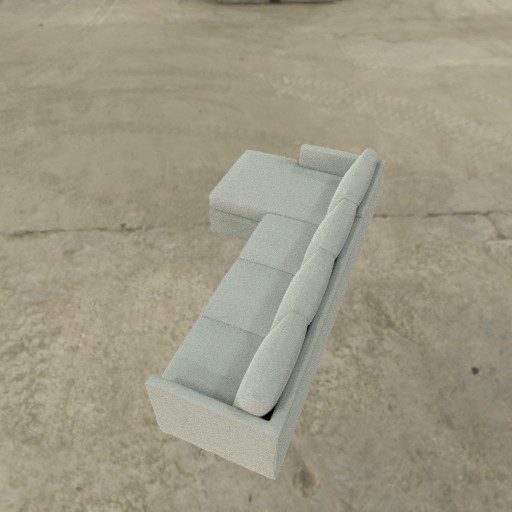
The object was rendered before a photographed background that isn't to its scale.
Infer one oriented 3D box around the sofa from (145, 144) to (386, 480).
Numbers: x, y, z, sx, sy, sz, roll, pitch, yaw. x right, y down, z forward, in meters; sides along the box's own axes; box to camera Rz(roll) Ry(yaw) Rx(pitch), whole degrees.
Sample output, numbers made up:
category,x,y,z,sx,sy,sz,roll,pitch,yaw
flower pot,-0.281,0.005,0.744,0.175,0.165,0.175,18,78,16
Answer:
category,x,y,z,sx,sy,sz,roll,pitch,yaw
sofa,0.000,0.000,4.026,1.650,0.922,3.205,17,47,16
